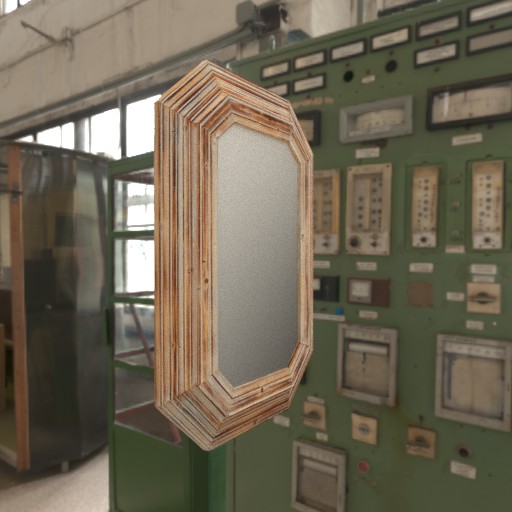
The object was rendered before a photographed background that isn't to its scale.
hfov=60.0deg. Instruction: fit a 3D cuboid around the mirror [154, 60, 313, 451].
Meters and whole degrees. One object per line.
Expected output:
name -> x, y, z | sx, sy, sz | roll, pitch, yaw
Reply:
mirror -> 0.000, 0.000, 1.296 | 0.061, 1.015, 0.709 | 1, 1, 37
